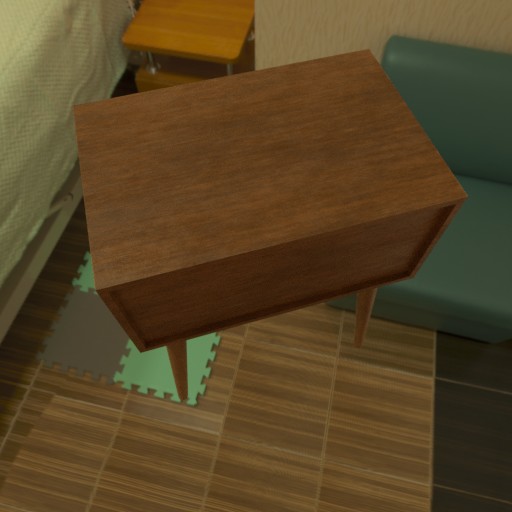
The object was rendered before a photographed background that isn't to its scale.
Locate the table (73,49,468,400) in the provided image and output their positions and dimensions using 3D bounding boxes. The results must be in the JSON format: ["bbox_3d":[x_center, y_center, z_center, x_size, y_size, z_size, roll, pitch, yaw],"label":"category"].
[{"bbox_3d":[0.000,0.000,0.838,0.454,0.580,0.307,-14,61,-8],"label":"table"}]
